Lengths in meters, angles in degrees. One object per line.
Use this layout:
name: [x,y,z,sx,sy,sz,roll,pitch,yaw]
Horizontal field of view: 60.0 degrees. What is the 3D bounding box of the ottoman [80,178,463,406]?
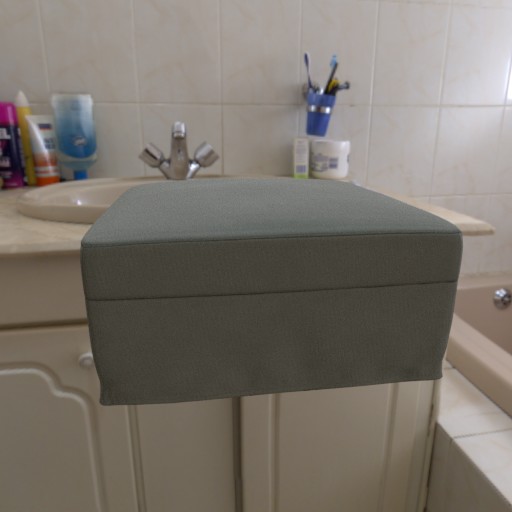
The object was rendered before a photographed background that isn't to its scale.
ottoman: [0.000,0.000,1.347,0.842,0.441,0.843,-2,17,-8]
